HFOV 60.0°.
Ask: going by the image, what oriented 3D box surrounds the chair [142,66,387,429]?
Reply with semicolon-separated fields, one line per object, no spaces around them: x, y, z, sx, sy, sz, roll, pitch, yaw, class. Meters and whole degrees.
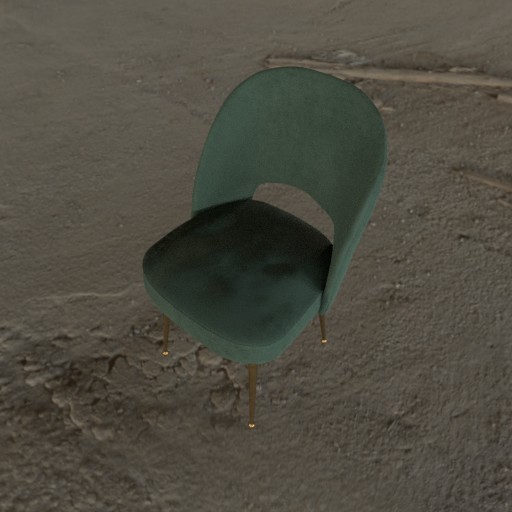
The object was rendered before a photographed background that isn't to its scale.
0.000;0.000;1.270;0.527;0.860;0.577;31;54;26;chair
